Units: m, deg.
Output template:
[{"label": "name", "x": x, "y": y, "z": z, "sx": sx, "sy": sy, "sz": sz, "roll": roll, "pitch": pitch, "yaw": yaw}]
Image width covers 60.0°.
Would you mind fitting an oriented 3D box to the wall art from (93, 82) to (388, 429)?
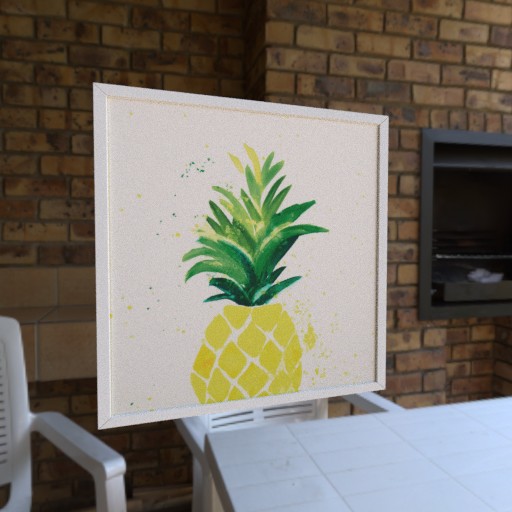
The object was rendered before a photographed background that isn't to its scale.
[{"label": "wall art", "x": 0.000, "y": 0.000, "z": 1.120, "sx": 0.763, "sy": 0.761, "sz": 0.038, "roll": -1, "pitch": 2, "yaw": -20}]
